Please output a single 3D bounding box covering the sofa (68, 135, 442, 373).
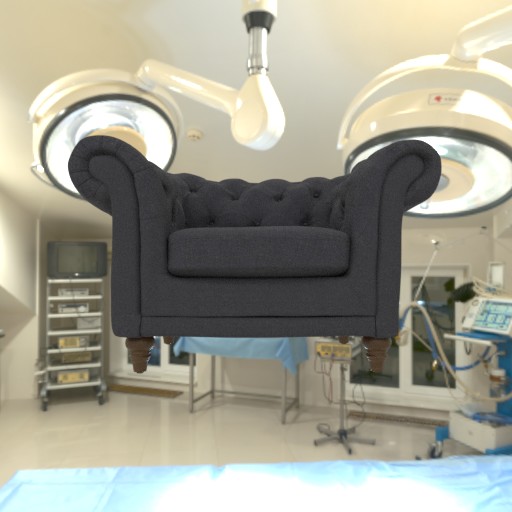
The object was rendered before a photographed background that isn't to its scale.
[{"bbox_3d":[0.000,0.000,2.058,1.405,0.878,1.032,0,-1,-1],"label":"sofa"}]
